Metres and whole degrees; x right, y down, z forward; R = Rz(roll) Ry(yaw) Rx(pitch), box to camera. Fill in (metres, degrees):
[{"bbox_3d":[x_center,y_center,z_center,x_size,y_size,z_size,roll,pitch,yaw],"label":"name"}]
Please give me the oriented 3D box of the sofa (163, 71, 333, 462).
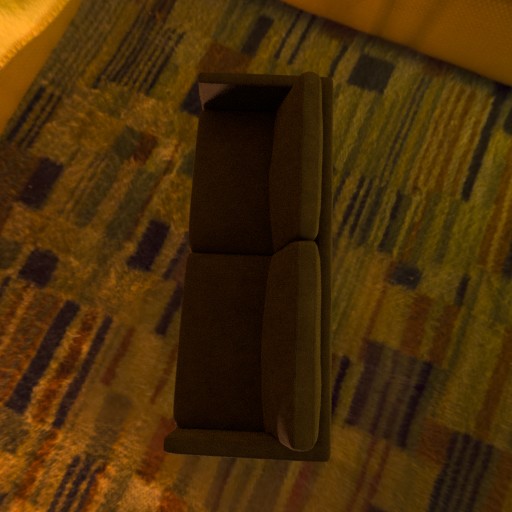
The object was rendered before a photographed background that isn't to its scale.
[{"bbox_3d":[0.000,0.000,2.973,0.951,0.965,2.434,3,76,1],"label":"sofa"}]
